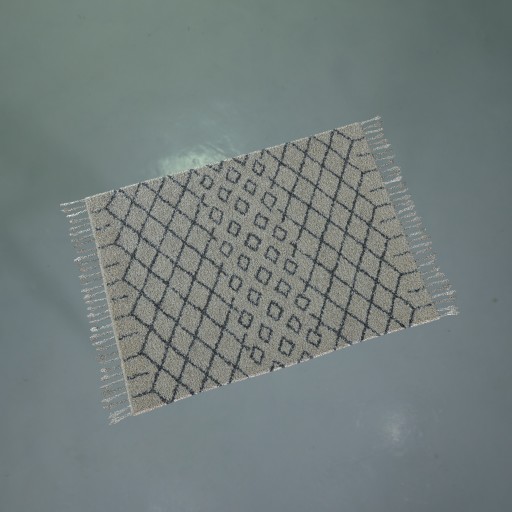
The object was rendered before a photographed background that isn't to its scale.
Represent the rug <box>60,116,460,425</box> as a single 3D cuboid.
[{"bbox_3d":[0.000,0.000,3.255,2.615,0.029,1.664,-16,76,-4],"label":"rug"}]
